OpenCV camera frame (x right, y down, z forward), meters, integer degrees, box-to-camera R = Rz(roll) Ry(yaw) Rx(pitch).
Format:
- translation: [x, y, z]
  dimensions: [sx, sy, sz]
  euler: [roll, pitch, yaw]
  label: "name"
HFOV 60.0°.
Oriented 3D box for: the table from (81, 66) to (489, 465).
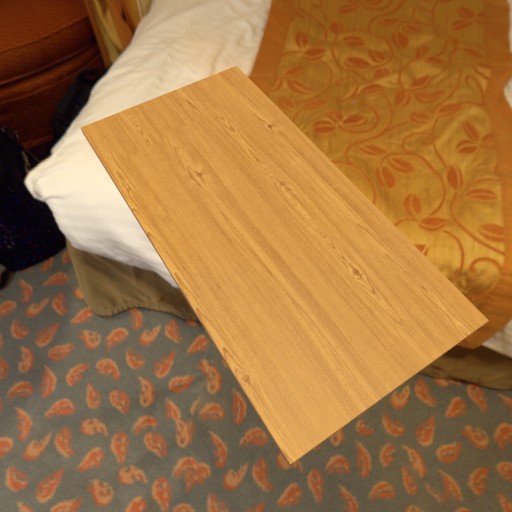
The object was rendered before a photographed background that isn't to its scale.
- translation: [0.000, 0.000, 2.232]
  dimensions: [0.901, 0.750, 1.797]
  euler: [-29, 63, -16]
  label: "table"
